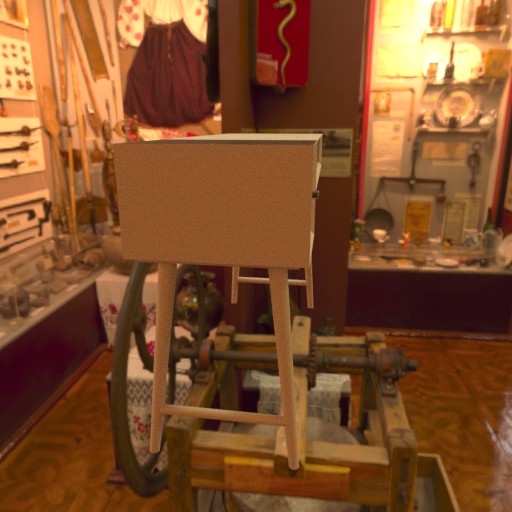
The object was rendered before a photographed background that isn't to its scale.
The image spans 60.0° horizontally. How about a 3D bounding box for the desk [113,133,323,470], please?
[{"bbox_3d":[0.000,0.000,1.468,0.409,0.761,1.069,3,17,9],"label":"desk"}]
